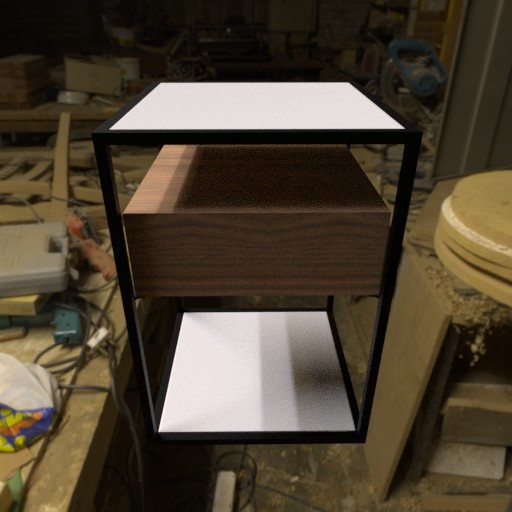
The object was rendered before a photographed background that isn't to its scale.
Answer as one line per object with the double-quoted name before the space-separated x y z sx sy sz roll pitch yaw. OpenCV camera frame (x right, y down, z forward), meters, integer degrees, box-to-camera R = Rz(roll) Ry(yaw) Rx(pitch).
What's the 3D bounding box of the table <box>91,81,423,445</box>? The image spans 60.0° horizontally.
"table" 0.000 0.000 0.801 0.378 0.540 0.378 0 30 -1
